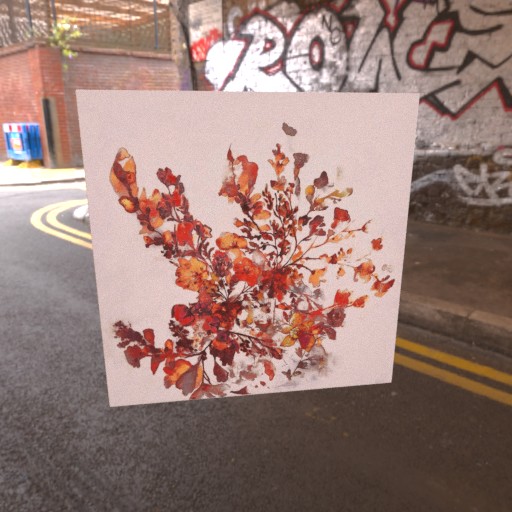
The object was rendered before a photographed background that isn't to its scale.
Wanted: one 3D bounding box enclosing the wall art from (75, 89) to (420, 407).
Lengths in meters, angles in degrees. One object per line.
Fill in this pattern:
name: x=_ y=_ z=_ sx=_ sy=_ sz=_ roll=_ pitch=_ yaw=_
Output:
wall art: x=0.000 y=0.000 z=1.451 sx=1.009 sy=1.009 sz=0.049 roll=-2 pitch=17 yaw=-8
